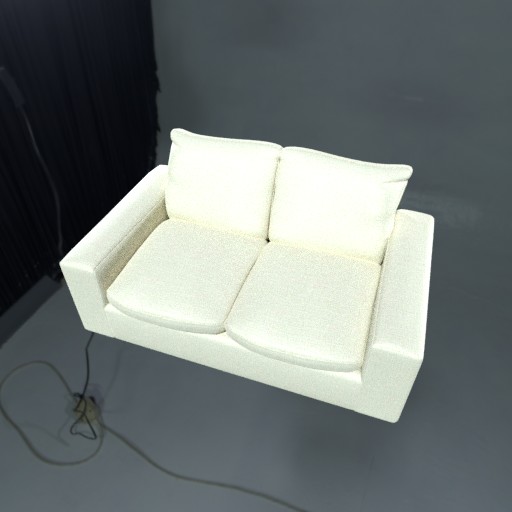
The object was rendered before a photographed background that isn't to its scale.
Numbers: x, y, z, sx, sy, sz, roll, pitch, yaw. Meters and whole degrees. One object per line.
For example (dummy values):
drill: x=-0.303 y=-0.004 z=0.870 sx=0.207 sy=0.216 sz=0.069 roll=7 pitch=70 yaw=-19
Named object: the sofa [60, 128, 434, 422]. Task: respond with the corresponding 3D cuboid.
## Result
sofa: x=0.000 y=0.000 z=2.387 sx=1.754 sy=0.875 sz=1.091 roll=13 pitch=43 yaw=14
